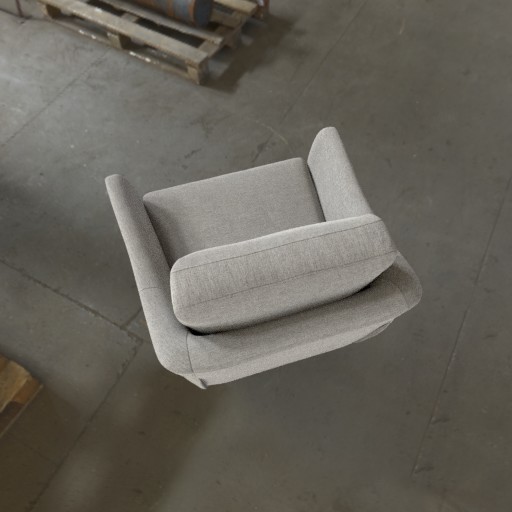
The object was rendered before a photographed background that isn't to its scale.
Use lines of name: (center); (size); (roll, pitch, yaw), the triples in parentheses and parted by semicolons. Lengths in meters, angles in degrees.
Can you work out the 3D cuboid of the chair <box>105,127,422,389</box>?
chair: (0.000, 0.000, 1.733); (0.986, 0.902, 0.961); (-15, 61, -8)
